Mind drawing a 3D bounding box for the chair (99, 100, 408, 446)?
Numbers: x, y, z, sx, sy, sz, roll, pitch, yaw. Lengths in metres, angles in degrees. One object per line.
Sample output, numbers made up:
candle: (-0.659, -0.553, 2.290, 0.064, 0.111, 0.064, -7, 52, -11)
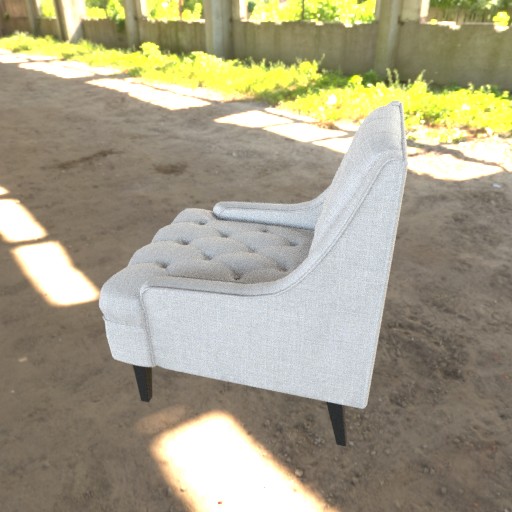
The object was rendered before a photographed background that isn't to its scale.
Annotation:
chair: (0.000, 0.000, 1.401, 0.772, 0.891, 0.658, 8, 30, 13)
